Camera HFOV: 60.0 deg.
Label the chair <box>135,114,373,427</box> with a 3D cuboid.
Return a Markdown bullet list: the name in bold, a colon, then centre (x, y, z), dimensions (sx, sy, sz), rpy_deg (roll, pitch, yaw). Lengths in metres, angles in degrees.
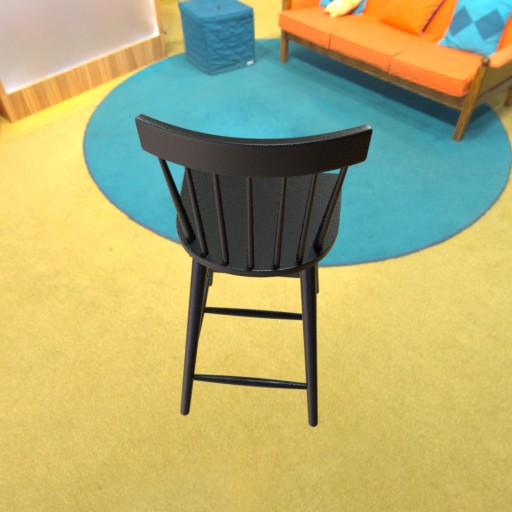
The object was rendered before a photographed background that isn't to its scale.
- **chair**: centre (0.000, 0.000, 1.280), dimensions (0.483, 0.952, 0.572), rpy_deg (4, 46, 4)
